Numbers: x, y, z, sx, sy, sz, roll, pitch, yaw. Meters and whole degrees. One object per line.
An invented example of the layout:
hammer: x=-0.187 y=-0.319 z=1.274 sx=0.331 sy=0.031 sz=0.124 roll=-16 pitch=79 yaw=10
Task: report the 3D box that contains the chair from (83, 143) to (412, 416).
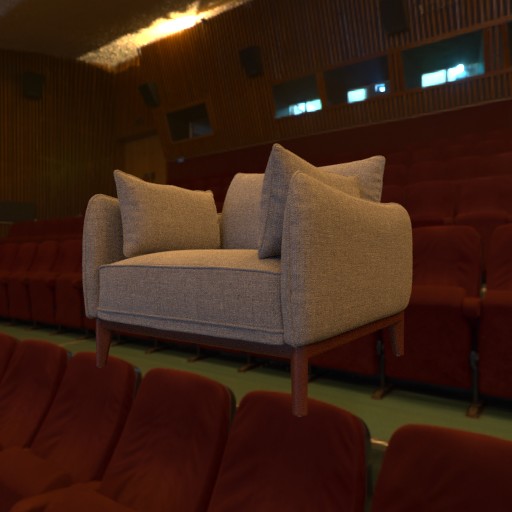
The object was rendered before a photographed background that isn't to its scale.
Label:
chair: x=0.000 y=0.000 z=1.757 sx=0.993 sy=0.839 sz=0.976 roll=0 pitch=1 yaw=35
